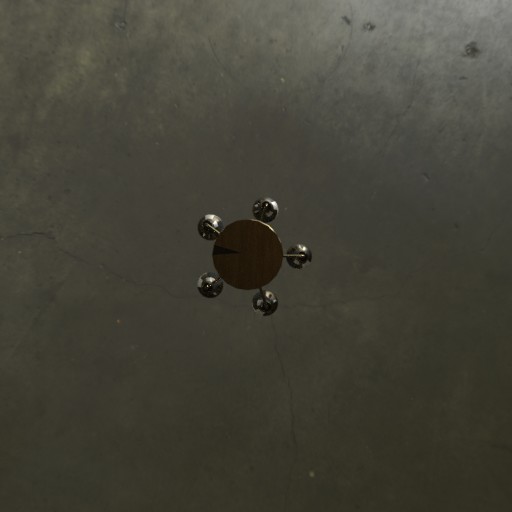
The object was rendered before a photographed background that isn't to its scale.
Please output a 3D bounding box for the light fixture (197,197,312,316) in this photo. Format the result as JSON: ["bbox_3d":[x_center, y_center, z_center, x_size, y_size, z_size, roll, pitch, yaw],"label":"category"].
[{"bbox_3d":[0.000,0.000,1.181,0.421,0.988,0.438,0,90,-1],"label":"light fixture"}]
